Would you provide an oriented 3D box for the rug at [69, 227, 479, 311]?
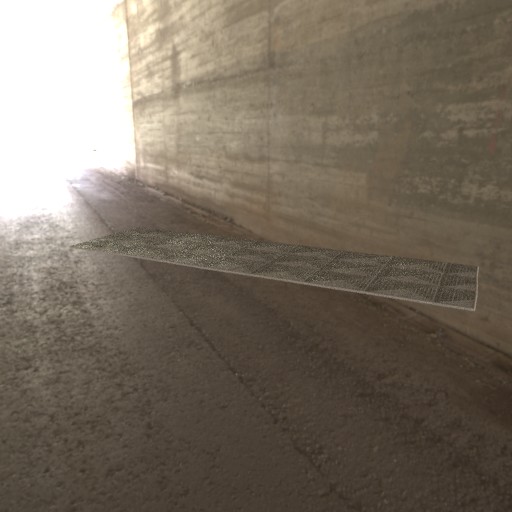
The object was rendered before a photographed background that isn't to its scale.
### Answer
[{"bbox_3d":[0.000,0.000,2.417,2.182,0.015,0.645,8,17,26],"label":"rug"}]
